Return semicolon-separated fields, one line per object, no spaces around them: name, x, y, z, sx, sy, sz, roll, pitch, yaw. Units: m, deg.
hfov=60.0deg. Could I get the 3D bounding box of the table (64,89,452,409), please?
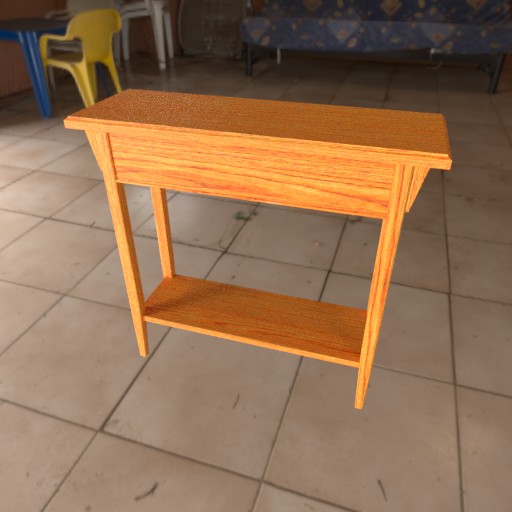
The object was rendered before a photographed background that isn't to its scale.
table;0.000;0.000;1.127;0.762;0.711;0.254;10;35;14
